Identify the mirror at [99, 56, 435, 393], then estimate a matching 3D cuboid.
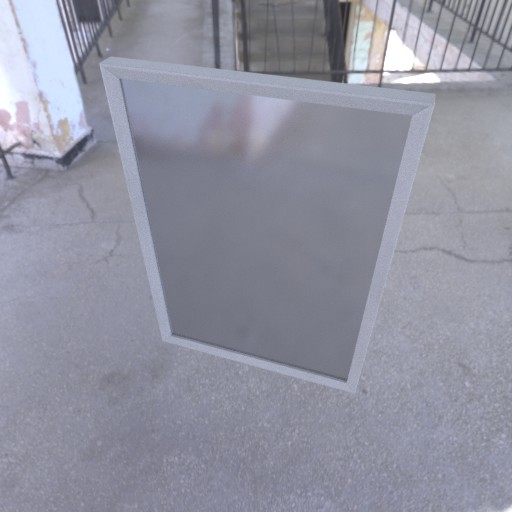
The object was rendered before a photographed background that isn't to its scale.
[{"bbox_3d":[0.000,0.000,0.891,0.507,0.710,0.039,12,43,13],"label":"mirror"}]
